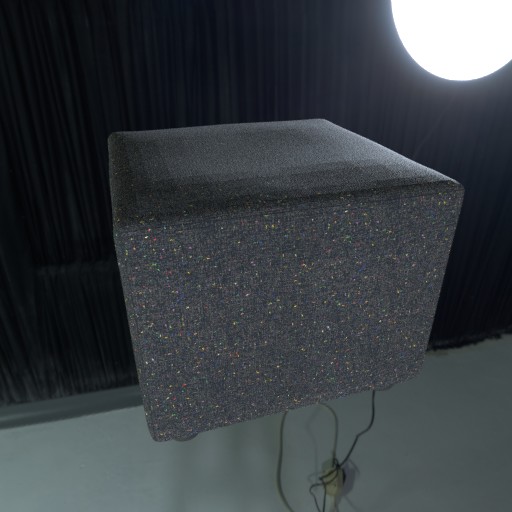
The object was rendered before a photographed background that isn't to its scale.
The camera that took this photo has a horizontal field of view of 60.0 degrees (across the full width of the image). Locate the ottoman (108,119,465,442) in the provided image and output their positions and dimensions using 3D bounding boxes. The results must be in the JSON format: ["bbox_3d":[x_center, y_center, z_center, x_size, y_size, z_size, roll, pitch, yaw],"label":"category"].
[{"bbox_3d":[0.000,0.000,0.877,0.508,0.432,0.508,-9,30,-15],"label":"ottoman"}]
